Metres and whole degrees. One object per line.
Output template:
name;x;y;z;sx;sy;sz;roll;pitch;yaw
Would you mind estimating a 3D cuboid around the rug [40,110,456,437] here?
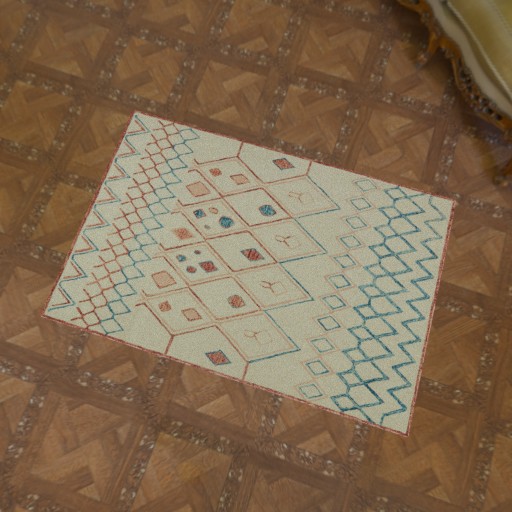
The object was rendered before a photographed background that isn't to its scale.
rug;0.000;0.000;2.250;1.829;0.016;1.219;17;74;5
